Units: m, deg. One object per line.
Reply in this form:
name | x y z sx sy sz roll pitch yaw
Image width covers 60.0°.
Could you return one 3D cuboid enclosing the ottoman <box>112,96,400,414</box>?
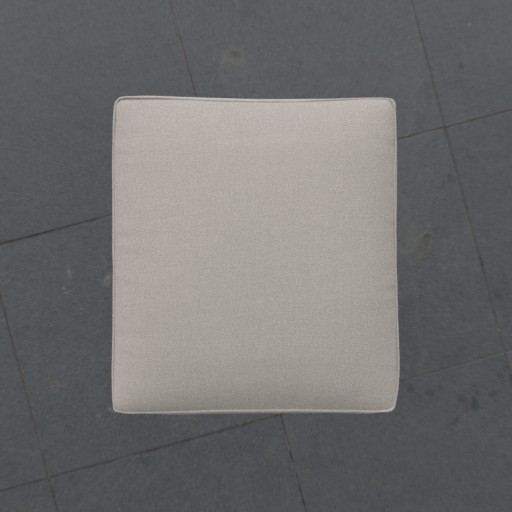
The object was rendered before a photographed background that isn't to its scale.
ottoman | 0.000 0.000 1.150 0.662 0.505 0.716 0 89 -1
